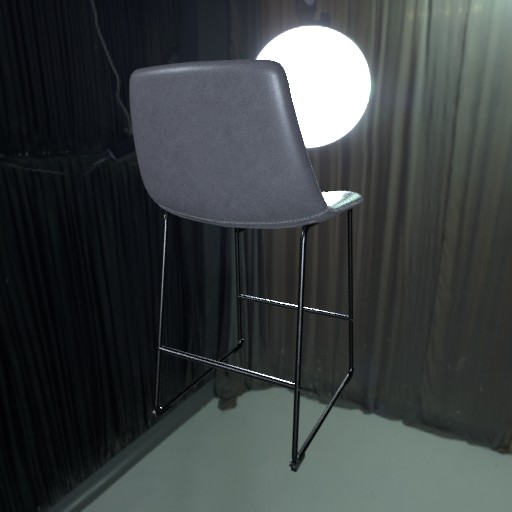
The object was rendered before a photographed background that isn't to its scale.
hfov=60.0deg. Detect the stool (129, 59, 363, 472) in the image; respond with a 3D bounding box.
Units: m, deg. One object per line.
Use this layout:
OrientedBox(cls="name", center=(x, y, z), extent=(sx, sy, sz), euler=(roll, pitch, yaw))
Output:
OrientedBox(cls="stool", center=(0.000, 0.000, 1.153), extent=(0.470, 0.876, 0.546), euler=(9, 19, 27))
